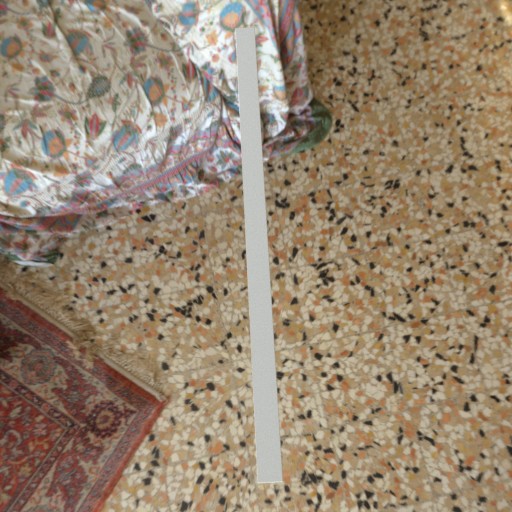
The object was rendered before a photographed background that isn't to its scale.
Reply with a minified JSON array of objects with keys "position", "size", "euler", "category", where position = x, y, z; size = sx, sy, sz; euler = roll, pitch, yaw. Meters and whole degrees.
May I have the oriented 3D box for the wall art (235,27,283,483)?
[{"position":[0.000,0.000,0.972],"size":[0.038,0.431,0.812],"euler":[-3,75,-1],"category":"wall art"}]
